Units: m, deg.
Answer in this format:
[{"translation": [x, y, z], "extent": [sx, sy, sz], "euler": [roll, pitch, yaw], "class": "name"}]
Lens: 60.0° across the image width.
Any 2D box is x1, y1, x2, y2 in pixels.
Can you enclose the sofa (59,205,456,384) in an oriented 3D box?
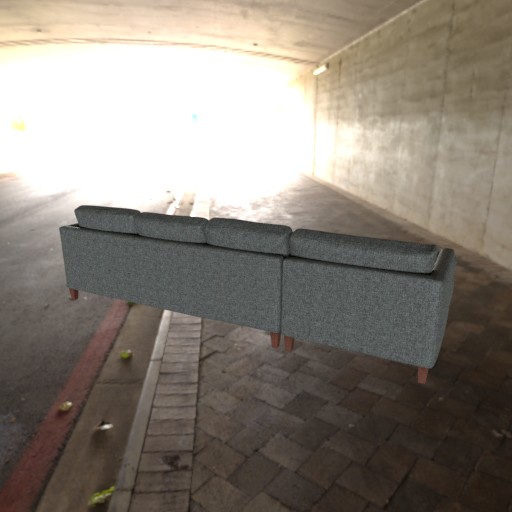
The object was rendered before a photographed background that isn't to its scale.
[{"translation": [0.000, 0.000, 4.248], "extent": [3.485, 0.960, 1.635], "euler": [8, 18, 26], "class": "sofa"}]
